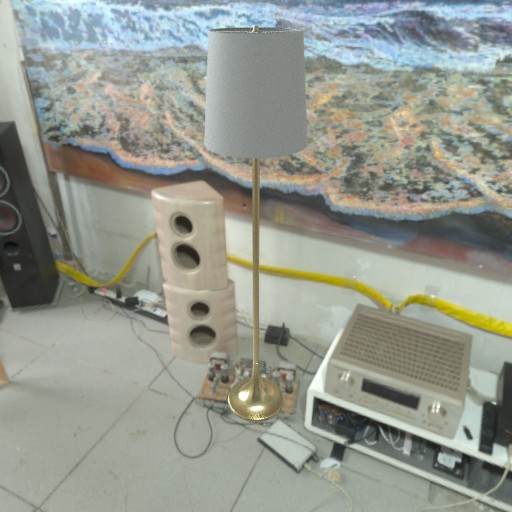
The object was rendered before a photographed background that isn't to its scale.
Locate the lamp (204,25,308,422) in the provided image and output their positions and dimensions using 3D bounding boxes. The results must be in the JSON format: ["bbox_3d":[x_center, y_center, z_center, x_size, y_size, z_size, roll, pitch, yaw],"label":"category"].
[{"bbox_3d":[0.000,0.000,1.671,0.337,1.543,0.337,0,30,0],"label":"lamp"}]
